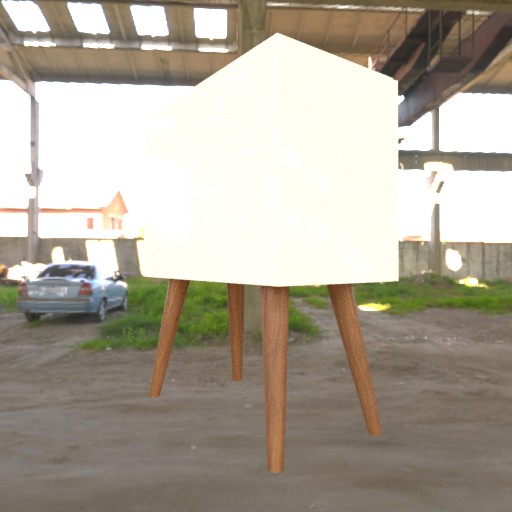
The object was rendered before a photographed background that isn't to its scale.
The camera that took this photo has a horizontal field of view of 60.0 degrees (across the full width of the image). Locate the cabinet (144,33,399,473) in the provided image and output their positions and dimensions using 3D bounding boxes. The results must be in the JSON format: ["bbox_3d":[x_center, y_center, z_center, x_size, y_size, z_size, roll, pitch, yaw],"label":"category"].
[{"bbox_3d":[0.000,0.000,1.107,0.344,0.772,0.591,0,-1,-36],"label":"cabinet"}]
